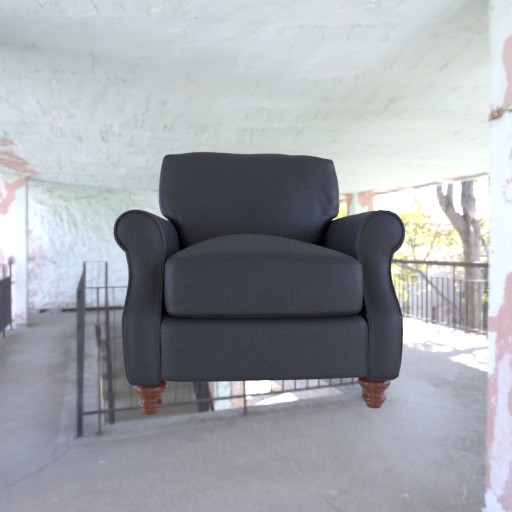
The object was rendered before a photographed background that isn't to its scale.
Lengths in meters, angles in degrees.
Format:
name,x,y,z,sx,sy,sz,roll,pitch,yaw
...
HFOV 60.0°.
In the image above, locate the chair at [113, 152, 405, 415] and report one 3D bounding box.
name,x,y,z,sx,sy,sz,roll,pitch,yaw
chair,0.000,0.000,1.799,1.015,0.960,1.027,0,1,1
